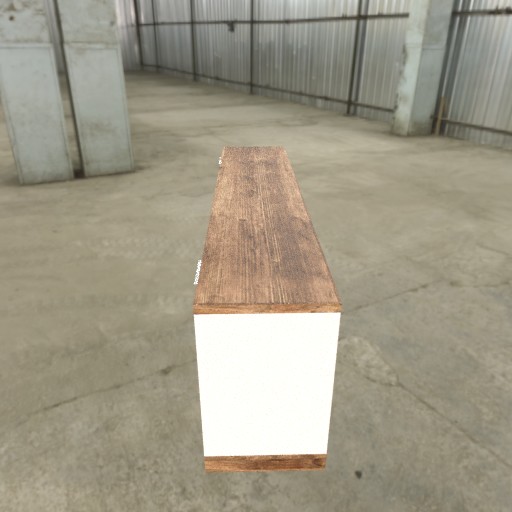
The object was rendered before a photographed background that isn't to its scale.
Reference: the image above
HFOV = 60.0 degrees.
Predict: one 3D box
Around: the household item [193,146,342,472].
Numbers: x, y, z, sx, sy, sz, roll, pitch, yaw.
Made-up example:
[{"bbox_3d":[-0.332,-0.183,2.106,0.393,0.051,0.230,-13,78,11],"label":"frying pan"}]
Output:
[{"bbox_3d":[0.000,0.000,2.056,0.390,0.615,1.800,-1,26,-1],"label":"household item"}]
